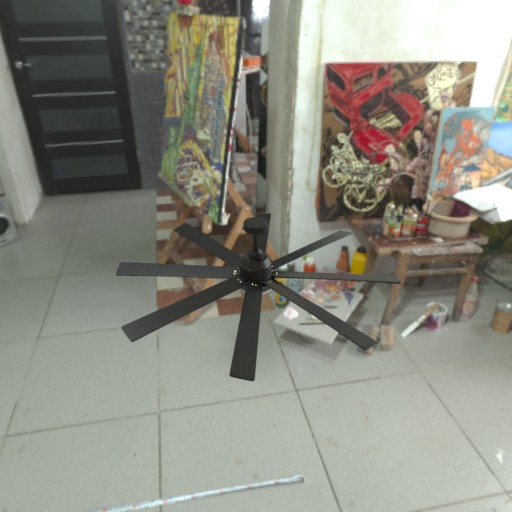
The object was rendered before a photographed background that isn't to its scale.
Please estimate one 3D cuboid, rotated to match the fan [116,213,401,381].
[{"bbox_3d":[0.000,0.000,2.809,1.830,0.472,1.830,-24,38,-34],"label":"fan"}]
